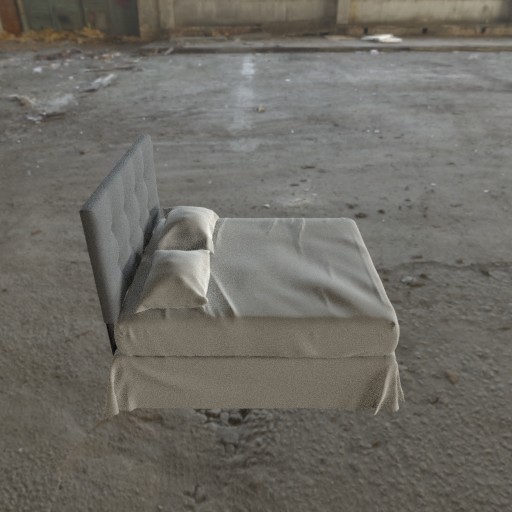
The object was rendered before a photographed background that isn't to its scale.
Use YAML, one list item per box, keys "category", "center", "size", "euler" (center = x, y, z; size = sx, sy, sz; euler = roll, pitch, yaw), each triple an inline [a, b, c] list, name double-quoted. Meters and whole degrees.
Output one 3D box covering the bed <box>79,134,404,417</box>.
- category: "bed"
  center: [0.000, 0.000, 3.642]
  size: [2.222, 1.577, 1.936]
  euler: [0, 31, 0]
